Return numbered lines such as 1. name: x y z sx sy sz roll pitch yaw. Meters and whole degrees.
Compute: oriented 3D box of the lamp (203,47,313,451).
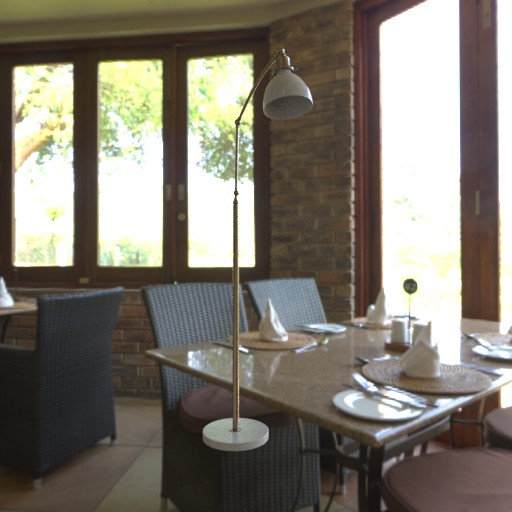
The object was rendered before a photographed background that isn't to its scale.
1. lamp: 0.000 0.000 1.820 0.288 1.586 0.599 0 0 -35
